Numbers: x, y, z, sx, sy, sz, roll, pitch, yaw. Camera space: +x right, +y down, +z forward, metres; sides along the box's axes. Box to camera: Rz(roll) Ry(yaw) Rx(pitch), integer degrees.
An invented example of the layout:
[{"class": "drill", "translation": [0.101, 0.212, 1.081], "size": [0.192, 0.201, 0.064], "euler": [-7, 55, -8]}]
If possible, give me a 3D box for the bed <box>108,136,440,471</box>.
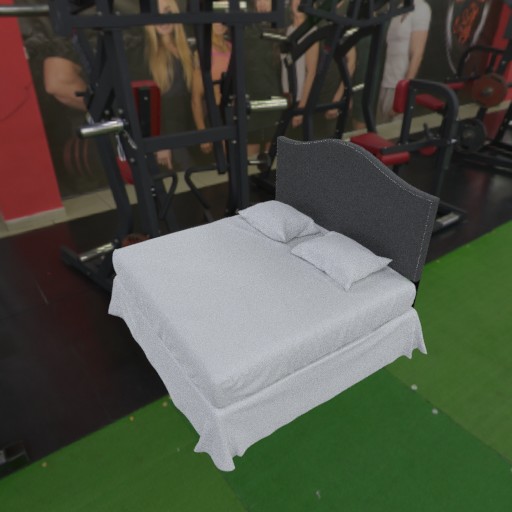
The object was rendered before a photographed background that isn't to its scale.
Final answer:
[{"class": "bed", "translation": [0.000, 0.000, 3.845], "size": [2.219, 1.651, 2.314], "euler": [-19, 36, -29]}]
